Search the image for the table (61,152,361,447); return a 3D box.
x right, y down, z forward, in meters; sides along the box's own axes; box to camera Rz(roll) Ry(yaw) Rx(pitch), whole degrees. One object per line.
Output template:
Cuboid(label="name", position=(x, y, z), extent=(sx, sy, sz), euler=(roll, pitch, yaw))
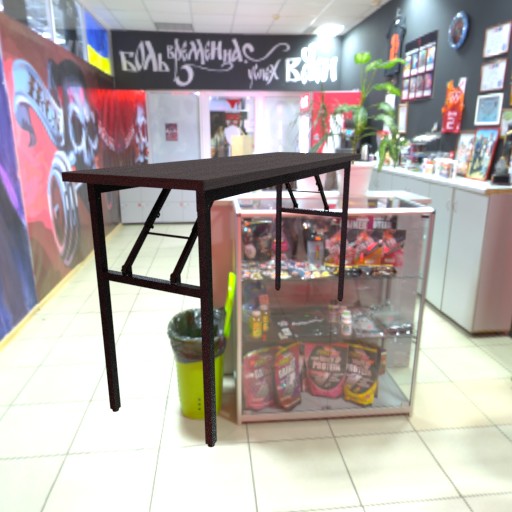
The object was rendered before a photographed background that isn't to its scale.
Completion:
Cuboid(label="table", position=(0.000, 0.000, 1.771), extent=(0.449, 0.750, 1.399), euler=(8, 17, 26))
